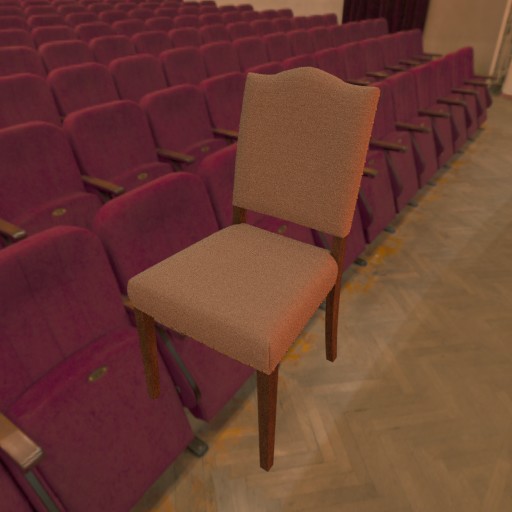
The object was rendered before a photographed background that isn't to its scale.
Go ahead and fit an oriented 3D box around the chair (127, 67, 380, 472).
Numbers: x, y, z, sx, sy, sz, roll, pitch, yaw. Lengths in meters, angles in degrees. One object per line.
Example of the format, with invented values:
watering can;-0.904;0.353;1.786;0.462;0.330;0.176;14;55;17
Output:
chair;0.000;0.000;1.369;0.508;1.020;0.620;20;37;29
